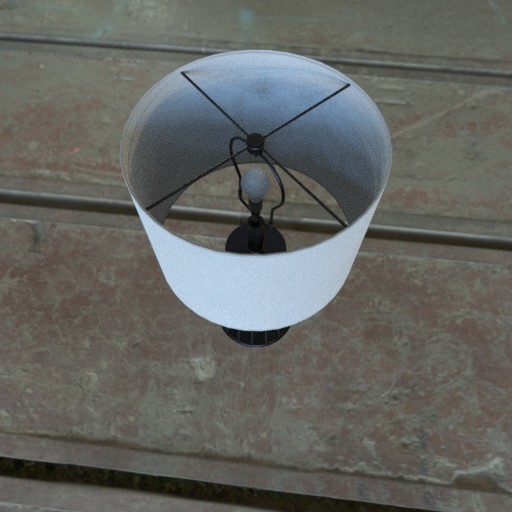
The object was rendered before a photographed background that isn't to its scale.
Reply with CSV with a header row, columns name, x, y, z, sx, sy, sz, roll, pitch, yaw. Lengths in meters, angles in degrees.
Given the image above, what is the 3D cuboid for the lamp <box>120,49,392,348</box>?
name,x,y,z,sx,sy,sz,roll,pitch,yaw
lamp,0.000,0.000,0.789,0.322,0.593,0.322,-35,67,-17
